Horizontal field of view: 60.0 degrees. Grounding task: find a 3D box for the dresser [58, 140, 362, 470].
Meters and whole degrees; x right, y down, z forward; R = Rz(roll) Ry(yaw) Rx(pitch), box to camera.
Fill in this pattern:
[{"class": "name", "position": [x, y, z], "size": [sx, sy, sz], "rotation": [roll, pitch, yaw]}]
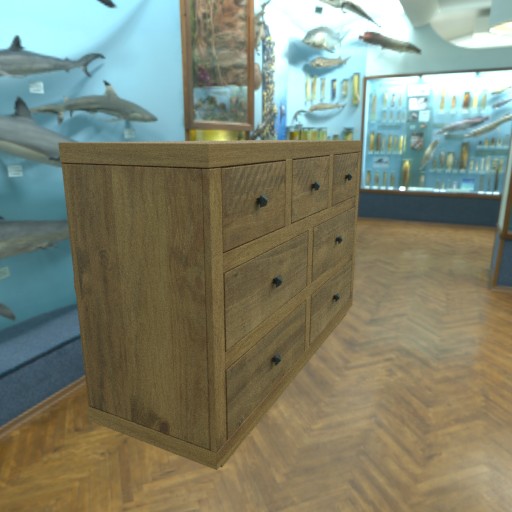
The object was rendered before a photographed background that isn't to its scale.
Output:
[{"class": "dresser", "position": [0.000, 0.000, 1.645], "size": [0.479, 0.825, 1.261], "rotation": [8, 17, 26]}]
